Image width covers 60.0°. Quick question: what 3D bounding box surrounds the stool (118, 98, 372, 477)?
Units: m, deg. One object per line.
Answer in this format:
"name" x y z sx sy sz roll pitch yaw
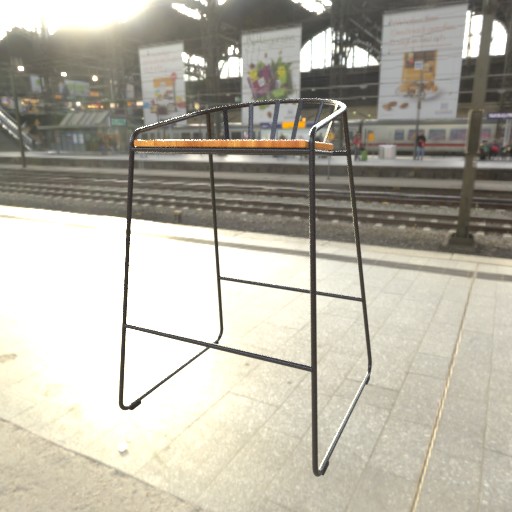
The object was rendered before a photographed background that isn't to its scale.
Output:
"stool" 0.000 0.000 1.161 0.546 0.812 0.521 7 16 26
